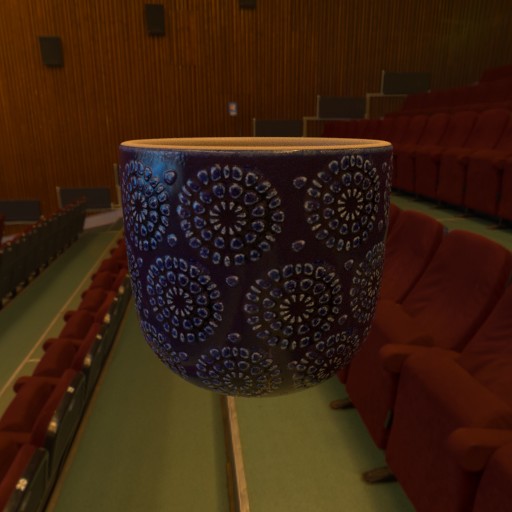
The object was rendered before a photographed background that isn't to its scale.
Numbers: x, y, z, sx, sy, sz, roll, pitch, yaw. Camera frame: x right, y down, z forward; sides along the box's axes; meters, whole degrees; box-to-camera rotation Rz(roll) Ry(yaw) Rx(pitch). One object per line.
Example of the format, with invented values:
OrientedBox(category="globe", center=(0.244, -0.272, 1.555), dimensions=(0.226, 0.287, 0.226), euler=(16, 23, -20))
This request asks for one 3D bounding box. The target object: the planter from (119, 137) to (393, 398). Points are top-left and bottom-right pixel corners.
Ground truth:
OrientedBox(category="planter", center=(0.000, 0.000, 0.296), dimensions=(0.165, 0.149, 0.165), euler=(0, 17, 0))
